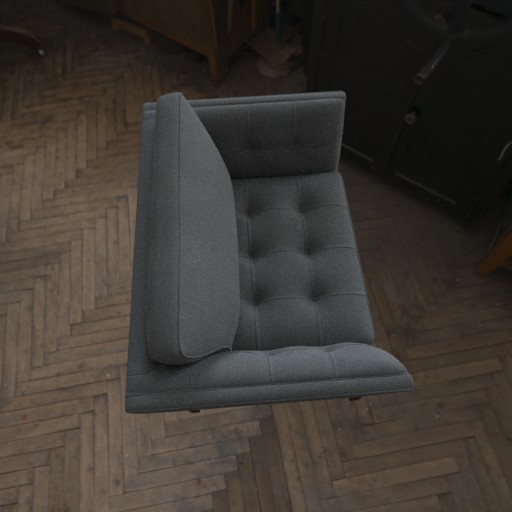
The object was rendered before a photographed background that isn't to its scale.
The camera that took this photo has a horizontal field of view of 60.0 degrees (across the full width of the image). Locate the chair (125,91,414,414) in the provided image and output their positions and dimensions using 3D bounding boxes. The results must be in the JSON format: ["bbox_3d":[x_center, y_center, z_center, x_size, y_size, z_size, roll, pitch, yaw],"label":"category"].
[{"bbox_3d":[0.000,0.000,2.039,0.965,0.942,1.396,-4,62,-2],"label":"chair"}]
